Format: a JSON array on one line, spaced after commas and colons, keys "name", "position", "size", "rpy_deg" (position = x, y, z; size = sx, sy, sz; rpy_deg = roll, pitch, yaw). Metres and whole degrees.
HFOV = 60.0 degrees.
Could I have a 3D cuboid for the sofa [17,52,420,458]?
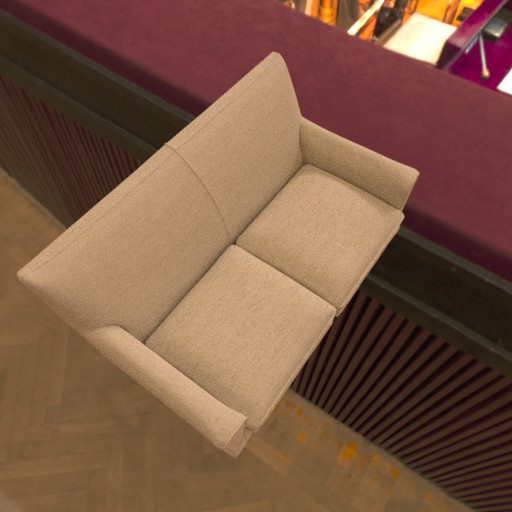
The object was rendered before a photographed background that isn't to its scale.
[{"name": "sofa", "position": [0.000, 0.000, 1.996], "size": [0.891, 0.892, 1.482], "rpy_deg": [32, 64, 18]}]
